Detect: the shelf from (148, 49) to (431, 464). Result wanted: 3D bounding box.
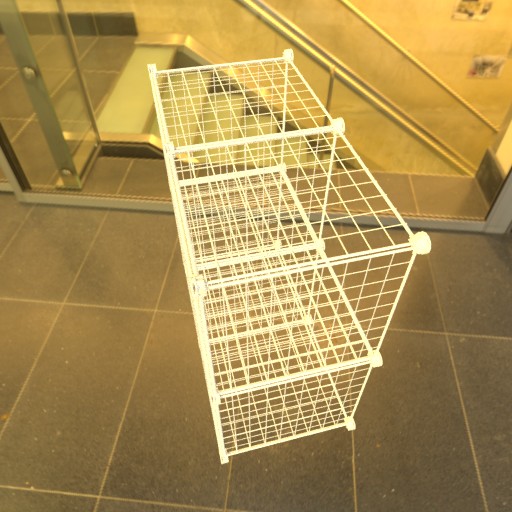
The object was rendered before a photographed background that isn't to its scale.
[{"bbox_3d":[0.000,0.000,1.113,0.356,0.711,0.711,-11,48,-10],"label":"shelf"}]
